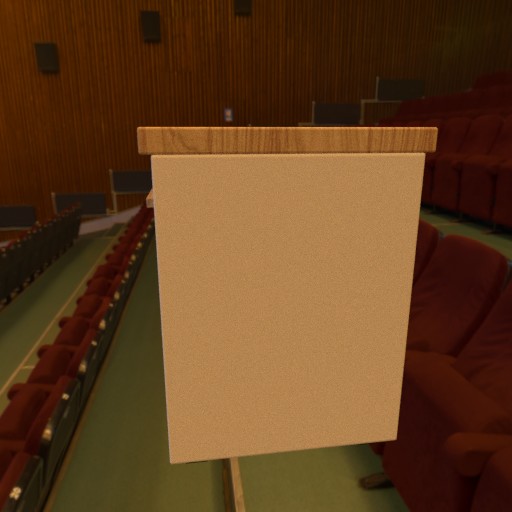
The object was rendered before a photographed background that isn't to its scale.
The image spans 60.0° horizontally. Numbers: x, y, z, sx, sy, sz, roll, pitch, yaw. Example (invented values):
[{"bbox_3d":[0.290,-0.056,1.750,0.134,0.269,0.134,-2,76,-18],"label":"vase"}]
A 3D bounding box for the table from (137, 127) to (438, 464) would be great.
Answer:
[{"bbox_3d":[0.000,0.000,0.794,0.360,0.440,0.500,-2,16,-8],"label":"table"}]
